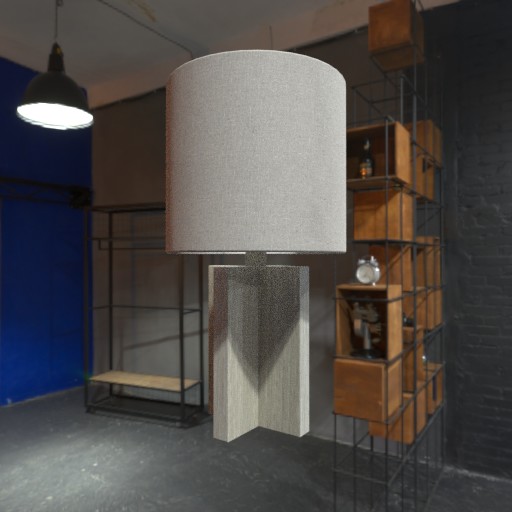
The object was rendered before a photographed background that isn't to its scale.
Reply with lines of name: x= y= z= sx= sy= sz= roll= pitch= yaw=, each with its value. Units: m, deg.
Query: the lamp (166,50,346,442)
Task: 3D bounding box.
lamp: x=0.000 y=0.000 z=0.573 sx=0.229 sy=0.428 sz=0.229 roll=0 pitch=-1 yaw=35
